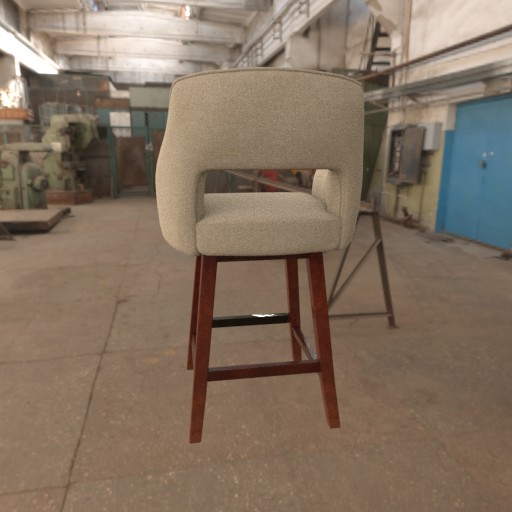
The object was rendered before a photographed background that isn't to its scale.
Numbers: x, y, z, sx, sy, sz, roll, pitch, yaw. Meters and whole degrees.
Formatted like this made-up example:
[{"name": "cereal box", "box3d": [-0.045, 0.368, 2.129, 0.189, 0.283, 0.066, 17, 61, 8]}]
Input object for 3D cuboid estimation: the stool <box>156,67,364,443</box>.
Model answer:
[{"name": "stool", "box3d": [0.000, 0.000, 1.290, 0.550, 0.936, 0.560, -2, 14, -9]}]
